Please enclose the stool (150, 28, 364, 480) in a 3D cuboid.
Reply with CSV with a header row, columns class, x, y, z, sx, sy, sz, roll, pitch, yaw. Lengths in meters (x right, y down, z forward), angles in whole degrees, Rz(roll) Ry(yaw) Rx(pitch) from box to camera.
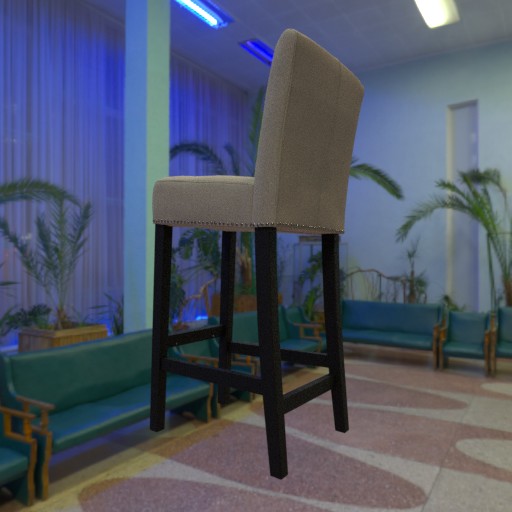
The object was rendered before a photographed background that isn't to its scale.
class,x,y,z,sx,sy,sz,roll,pitch,yaw
stool,0.000,0.000,1.308,0.548,1.047,0.411,0,-1,36
